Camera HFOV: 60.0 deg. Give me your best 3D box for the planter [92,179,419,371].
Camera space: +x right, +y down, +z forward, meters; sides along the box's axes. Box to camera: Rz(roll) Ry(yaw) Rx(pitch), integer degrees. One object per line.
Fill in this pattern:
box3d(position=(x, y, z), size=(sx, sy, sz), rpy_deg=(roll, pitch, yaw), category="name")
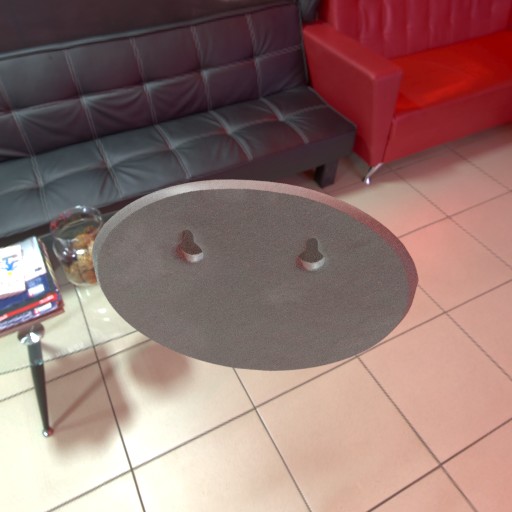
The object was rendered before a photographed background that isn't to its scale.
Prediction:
box3d(position=(0.000, 0.000, 0.282), size=(0.190, 0.164, 0.073), rpy_deg=(4, 47, 4), category="planter")
